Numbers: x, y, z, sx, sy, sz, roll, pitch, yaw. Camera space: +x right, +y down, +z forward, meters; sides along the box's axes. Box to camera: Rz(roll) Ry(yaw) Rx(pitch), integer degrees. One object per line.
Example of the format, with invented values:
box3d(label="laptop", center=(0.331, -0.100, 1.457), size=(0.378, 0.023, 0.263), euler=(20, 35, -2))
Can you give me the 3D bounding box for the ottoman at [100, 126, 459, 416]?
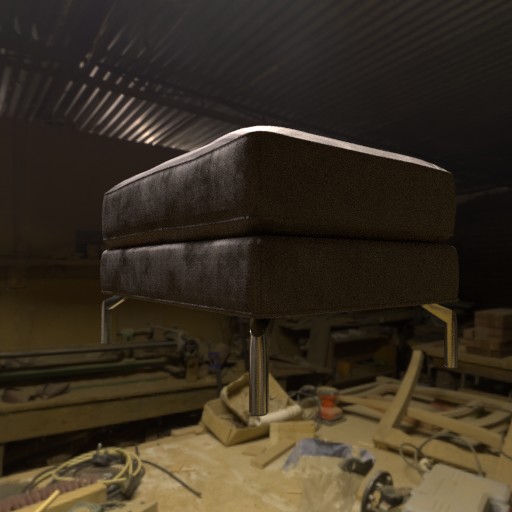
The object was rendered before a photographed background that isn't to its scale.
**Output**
box3d(label="ottoman", center=(0.000, 0.000, 1.038), size=(0.520, 0.456, 0.719), euler=(1, -2, -36))
